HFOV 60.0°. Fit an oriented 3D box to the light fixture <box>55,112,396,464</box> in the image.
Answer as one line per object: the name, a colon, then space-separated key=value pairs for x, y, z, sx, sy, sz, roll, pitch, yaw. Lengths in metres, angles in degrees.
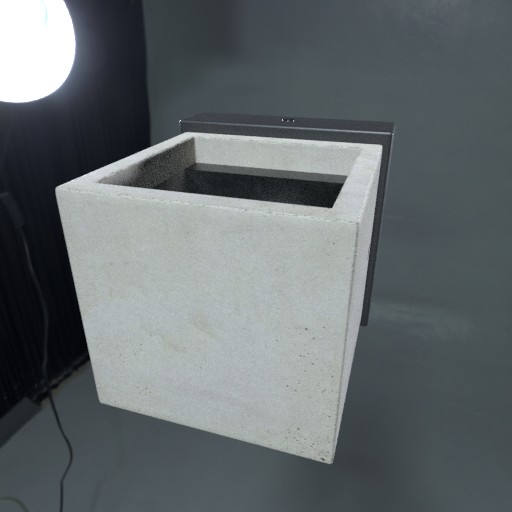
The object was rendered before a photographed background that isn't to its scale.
light fixture: x=0.000 y=0.000 z=0.234 sx=0.121 sy=0.121 sz=0.143 roll=8 pitch=28 yaw=16
